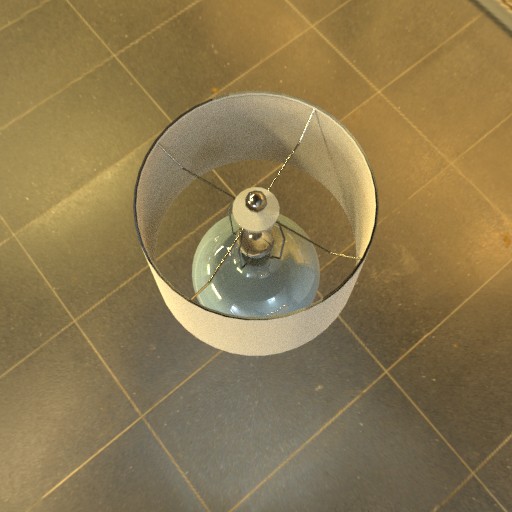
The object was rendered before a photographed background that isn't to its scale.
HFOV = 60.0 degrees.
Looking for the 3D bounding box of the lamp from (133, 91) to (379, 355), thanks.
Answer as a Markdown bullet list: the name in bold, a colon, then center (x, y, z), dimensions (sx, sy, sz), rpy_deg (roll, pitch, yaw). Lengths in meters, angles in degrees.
- **lamp**: center (0.000, 0.000, 0.557), dimensions (0.247, 0.387, 0.247), rpy_deg (0, 75, 0)
